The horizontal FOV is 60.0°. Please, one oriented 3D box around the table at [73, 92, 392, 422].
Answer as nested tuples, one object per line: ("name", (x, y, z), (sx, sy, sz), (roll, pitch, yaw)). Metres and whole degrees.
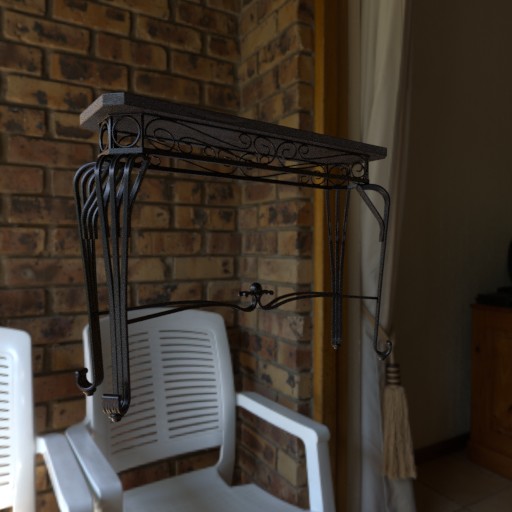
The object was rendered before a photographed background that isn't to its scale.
("table", (0.000, 0.000, 1.482), (1.112, 0.800, 0.329), (-1, 1, -36))
